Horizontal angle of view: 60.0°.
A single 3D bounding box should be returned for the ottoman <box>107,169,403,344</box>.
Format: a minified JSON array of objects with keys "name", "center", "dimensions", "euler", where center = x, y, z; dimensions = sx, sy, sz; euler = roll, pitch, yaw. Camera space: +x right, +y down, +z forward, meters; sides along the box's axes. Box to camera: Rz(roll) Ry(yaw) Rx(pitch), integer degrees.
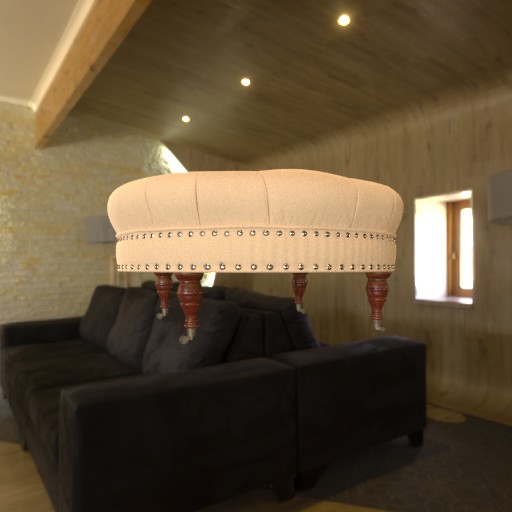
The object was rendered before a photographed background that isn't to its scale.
[{"name":"ottoman","center":[0.000,0.000,1.415],"dimensions":[0.901,0.439,0.901],"euler":[0,-1,0]}]
